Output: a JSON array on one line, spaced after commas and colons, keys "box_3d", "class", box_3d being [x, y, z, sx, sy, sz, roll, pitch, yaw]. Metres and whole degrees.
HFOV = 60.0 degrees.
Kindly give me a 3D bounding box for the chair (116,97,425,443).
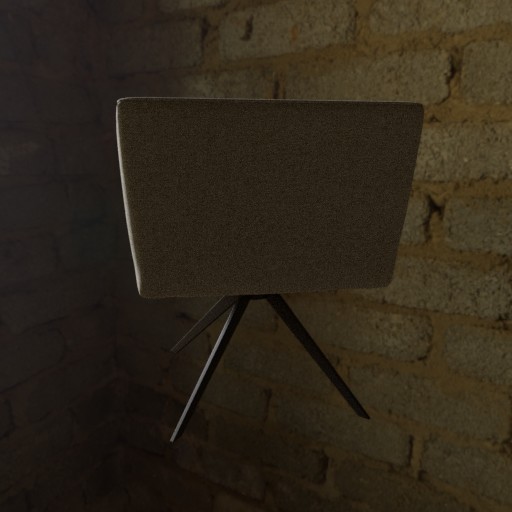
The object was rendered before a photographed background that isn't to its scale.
[{"box_3d": [0.000, 0.000, 1.235, 0.628, 0.760, 0.623, -2, 13, -8], "class": "chair"}]
